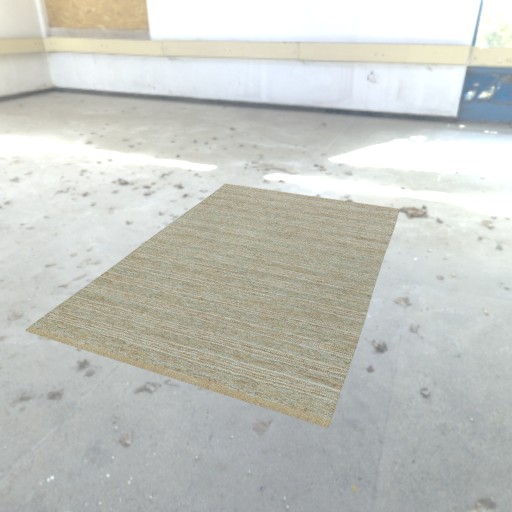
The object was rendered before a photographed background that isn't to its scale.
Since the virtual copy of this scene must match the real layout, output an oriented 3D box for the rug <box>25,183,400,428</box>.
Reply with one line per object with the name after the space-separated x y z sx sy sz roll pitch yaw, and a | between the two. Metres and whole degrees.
0.000 0.000 2.293 1.240 0.010 1.824 11 31 19 | rug
